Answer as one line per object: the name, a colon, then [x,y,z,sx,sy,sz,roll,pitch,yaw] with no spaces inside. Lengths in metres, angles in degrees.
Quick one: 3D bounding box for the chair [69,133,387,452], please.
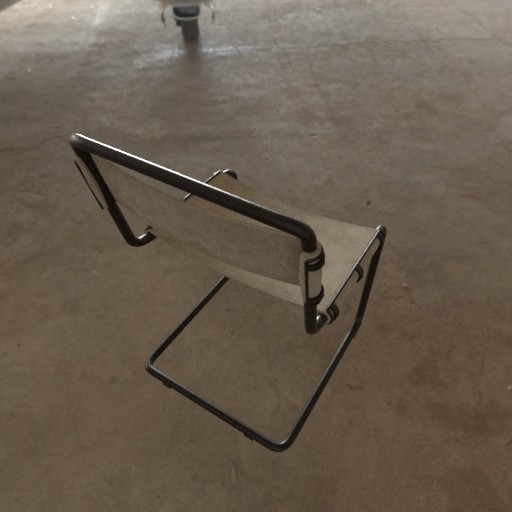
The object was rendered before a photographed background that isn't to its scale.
chair: [0.000,0.000,1.055,0.499,0.747,0.497,24,50,22]
